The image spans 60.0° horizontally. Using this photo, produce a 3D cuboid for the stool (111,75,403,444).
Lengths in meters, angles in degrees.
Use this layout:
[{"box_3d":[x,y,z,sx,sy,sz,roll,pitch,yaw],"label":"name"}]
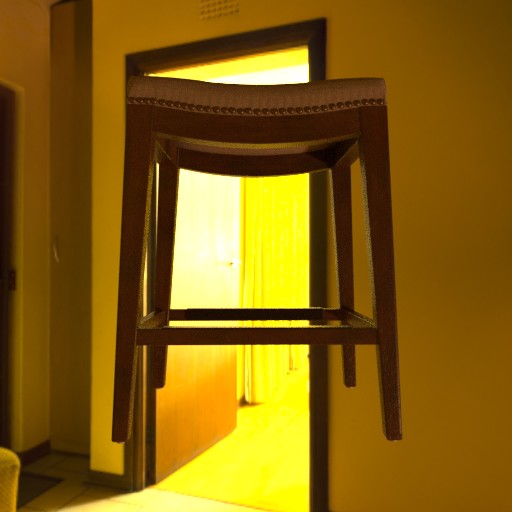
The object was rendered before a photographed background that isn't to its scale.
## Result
[{"box_3d":[0.000,0.000,0.954,0.508,0.660,0.356,0,-1,-1],"label":"stool"}]
